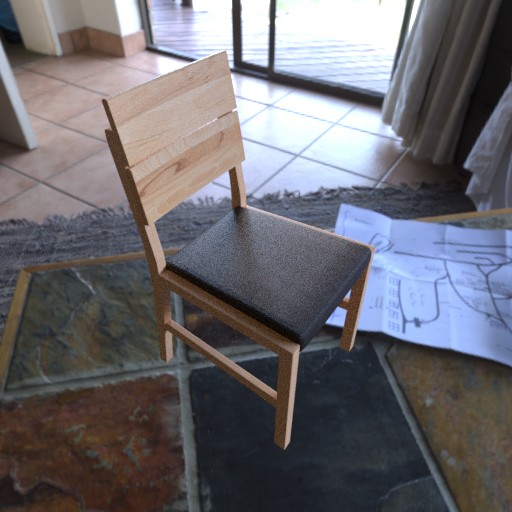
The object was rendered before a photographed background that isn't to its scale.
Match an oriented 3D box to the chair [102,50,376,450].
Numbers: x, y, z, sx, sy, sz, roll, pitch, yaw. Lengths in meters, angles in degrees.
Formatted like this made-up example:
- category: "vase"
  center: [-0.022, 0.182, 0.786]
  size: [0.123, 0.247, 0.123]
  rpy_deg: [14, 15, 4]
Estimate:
- category: "chair"
  center: [0.000, 0.000, 1.293]
  size: [0.560, 0.950, 0.475]
  rpy_deg: [25, 47, 26]
